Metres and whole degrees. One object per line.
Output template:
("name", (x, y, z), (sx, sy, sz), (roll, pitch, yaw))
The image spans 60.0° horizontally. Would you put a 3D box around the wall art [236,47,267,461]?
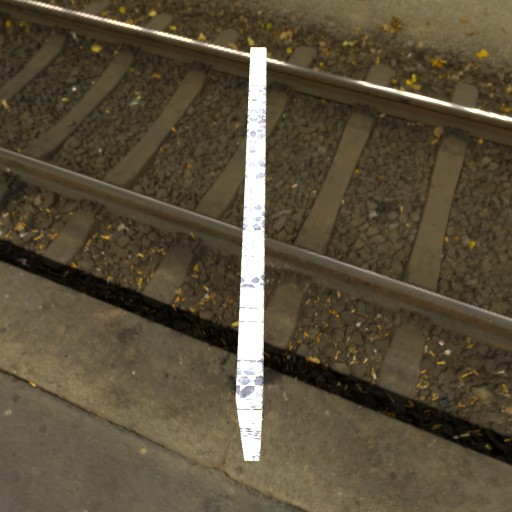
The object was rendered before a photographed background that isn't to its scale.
("wall art", (0.000, 0.000, 0.783), (0.030, 0.406, 0.608), (1, 57, 1))
